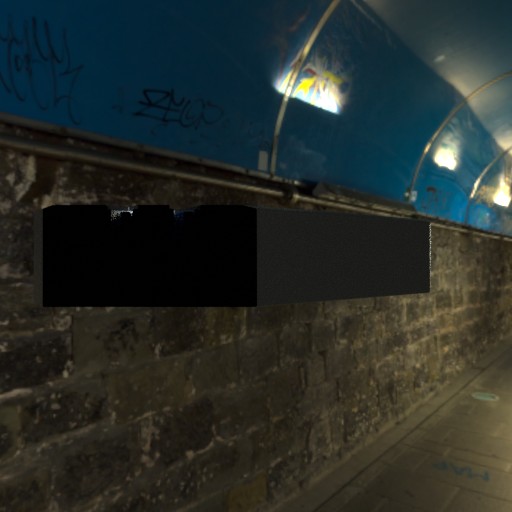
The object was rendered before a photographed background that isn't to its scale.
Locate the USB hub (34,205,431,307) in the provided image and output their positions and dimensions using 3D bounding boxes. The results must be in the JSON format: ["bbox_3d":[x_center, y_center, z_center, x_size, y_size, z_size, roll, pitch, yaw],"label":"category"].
[{"bbox_3d":[0.000,0.000,0.127,0.110,0.023,0.044,0,0,-35],"label":"USB hub"}]
